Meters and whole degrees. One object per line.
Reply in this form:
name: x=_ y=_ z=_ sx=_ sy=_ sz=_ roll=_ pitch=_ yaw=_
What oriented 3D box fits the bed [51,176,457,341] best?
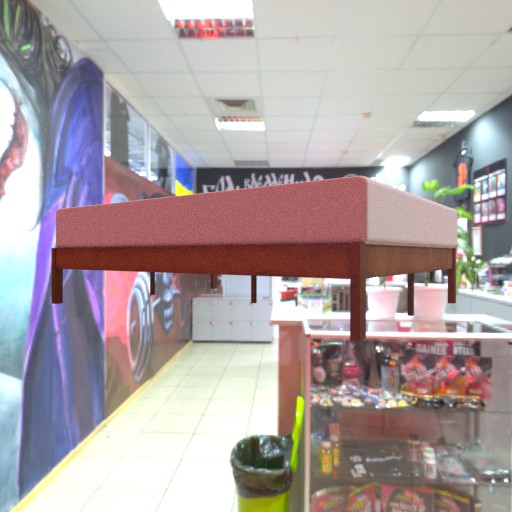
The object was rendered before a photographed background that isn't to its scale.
bed: x=0.000 y=0.000 z=2.782 sx=2.050 sy=0.593 sz=1.529 roll=0 pitch=0 yaw=36
